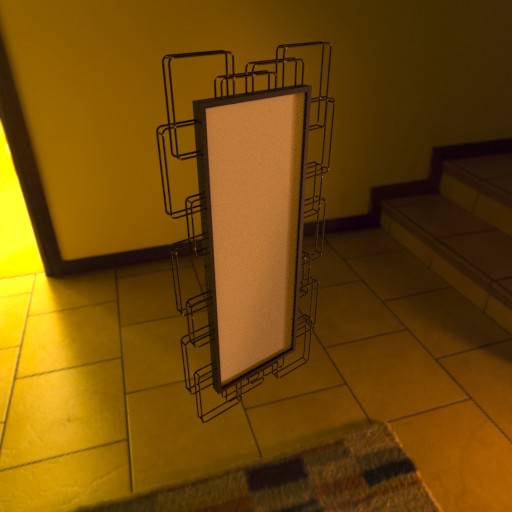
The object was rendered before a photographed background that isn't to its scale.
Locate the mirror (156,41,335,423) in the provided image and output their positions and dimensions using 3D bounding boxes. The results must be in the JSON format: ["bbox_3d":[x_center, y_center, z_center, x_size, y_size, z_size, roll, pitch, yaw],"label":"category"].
[{"bbox_3d":[0.000,0.000,1.395,0.565,1.192,0.037,-22,37,-31],"label":"mirror"}]
